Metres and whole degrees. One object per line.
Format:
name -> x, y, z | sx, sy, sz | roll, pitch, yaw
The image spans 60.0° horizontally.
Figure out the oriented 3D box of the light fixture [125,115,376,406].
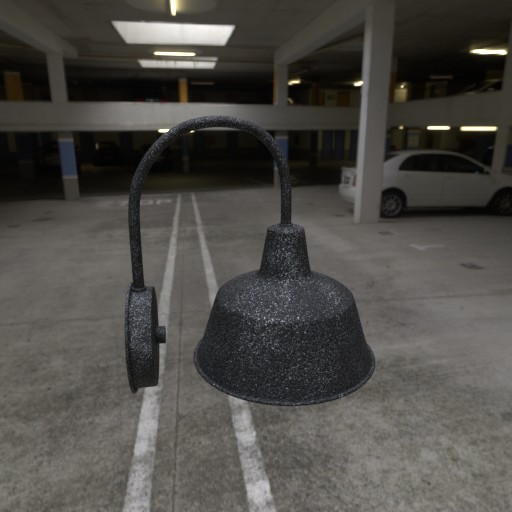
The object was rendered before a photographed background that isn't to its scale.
light fixture -> 0.000, 0.000, 0.497 | 0.283, 0.300, 0.216 | -3, 17, -9
